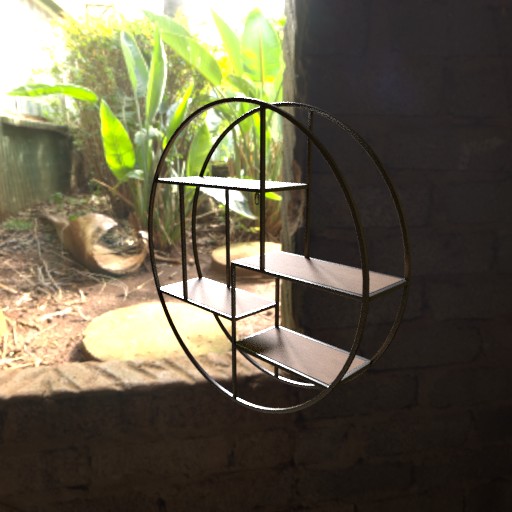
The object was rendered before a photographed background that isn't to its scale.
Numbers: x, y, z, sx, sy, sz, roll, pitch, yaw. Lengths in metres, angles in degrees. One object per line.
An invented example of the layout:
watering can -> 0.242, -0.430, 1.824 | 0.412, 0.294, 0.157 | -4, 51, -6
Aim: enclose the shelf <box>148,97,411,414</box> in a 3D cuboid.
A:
shelf -> 0.000, 0.000, 1.334 | 0.202, 0.888, 0.888 | -13, 19, -43
